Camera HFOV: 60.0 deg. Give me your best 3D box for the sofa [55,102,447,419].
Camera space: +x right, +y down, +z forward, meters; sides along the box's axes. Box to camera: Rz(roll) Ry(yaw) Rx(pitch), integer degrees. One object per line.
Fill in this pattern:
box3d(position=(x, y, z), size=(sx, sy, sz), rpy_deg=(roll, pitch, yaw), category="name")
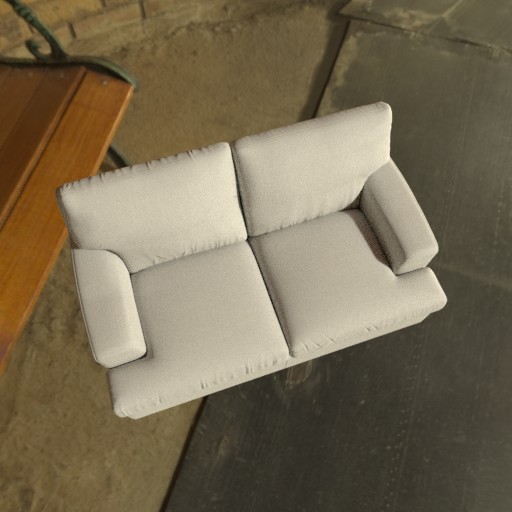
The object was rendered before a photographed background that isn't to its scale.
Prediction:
box3d(position=(0.000, 0.000, 2.427), size=(1.880, 0.940, 1.143), rpy_deg=(-17, 65, -8), category="sofa")
